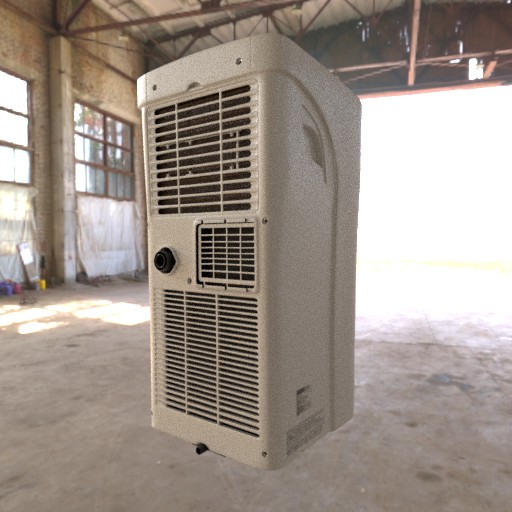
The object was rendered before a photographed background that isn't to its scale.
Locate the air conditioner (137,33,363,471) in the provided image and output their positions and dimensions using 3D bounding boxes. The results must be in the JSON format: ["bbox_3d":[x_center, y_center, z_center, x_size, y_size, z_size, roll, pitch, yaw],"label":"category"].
[{"bbox_3d":[0.000,0.000,0.917,0.352,0.716,0.369,2,3,37],"label":"air conditioner"}]
